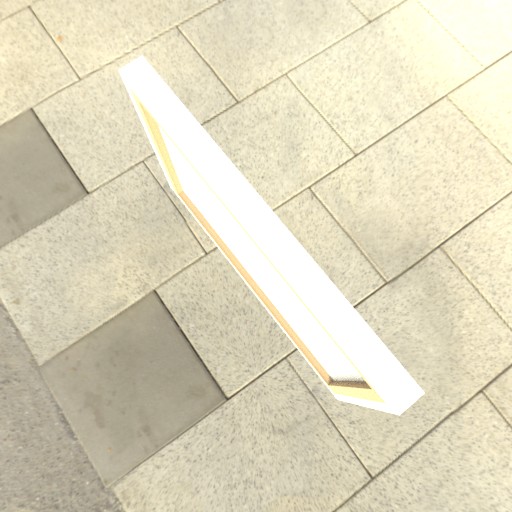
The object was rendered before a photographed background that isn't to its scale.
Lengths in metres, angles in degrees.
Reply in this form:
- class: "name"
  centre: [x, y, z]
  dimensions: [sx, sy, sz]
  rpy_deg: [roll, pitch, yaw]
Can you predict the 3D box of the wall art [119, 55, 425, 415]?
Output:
- class: "wall art"
  centre: [0.000, 0.000, 0.792]
  dimensions: [0.042, 0.414, 0.608]
  rpy_deg: [-37, 78, -9]
